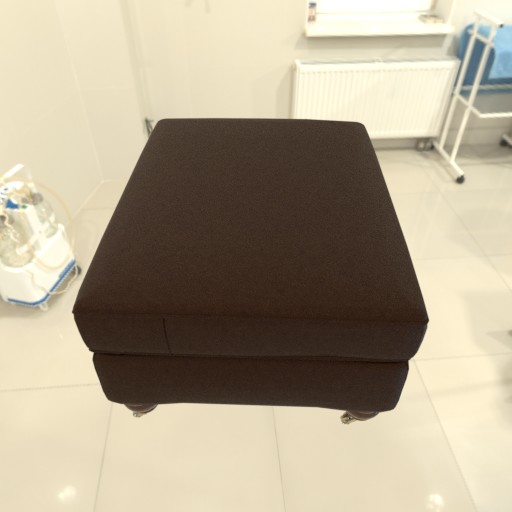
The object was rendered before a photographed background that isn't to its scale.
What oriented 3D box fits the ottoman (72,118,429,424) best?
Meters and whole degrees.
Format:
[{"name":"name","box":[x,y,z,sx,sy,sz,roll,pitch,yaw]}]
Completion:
[{"name":"ottoman","box":[0.000,0.000,1.796,0.967,0.730,1.187,1,42,1]}]
